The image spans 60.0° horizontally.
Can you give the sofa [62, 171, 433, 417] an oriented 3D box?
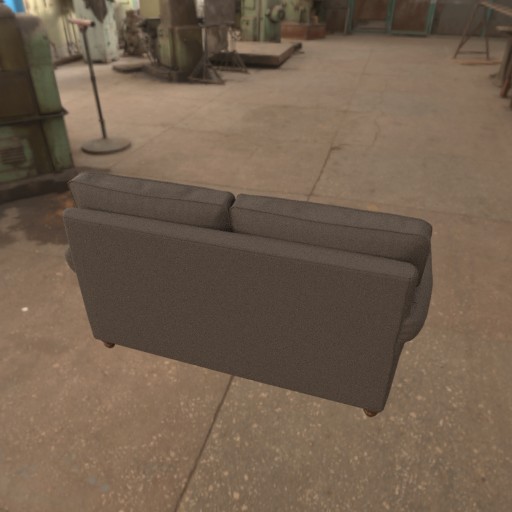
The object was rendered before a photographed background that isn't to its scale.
[{"bbox_3d":[0.000,0.000,2.259,1.665,0.937,0.964,10,34,16],"label":"sofa"}]
